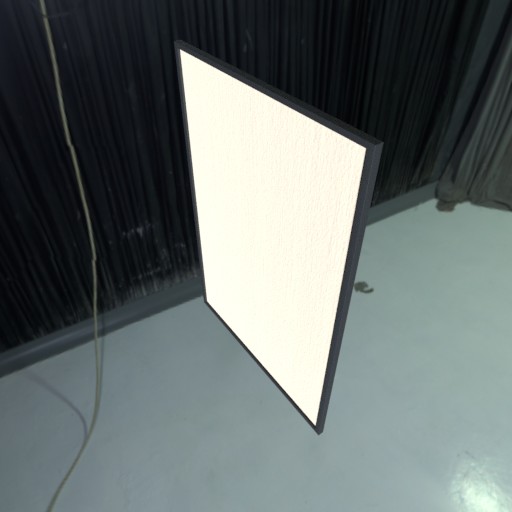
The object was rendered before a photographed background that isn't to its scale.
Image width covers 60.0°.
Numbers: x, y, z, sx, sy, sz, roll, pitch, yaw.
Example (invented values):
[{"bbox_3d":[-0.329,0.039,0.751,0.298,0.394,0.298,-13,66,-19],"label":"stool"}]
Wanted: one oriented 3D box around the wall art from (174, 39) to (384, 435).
[{"bbox_3d":[0.000,0.000,0.837,0.013,0.657,0.457,-26,48,-26],"label":"wall art"}]
